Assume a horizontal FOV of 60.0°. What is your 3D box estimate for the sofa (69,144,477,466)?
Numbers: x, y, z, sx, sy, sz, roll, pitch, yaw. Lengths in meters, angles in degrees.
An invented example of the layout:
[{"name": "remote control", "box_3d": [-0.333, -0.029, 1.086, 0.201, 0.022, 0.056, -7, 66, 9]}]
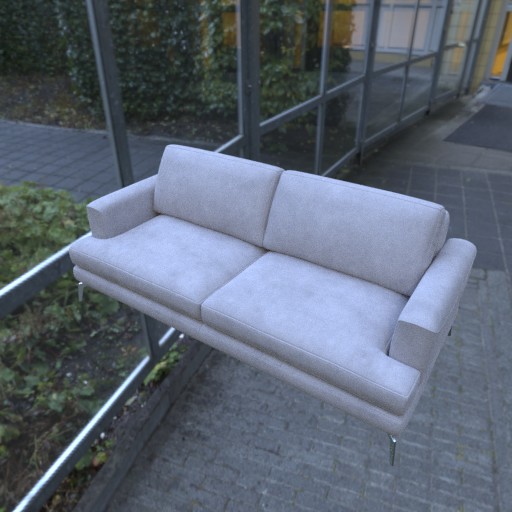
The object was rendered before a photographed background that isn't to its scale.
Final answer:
[{"name": "sofa", "box_3d": [0.000, 0.000, 2.397, 2.013, 0.830, 0.980, 19, 36, 29]}]
